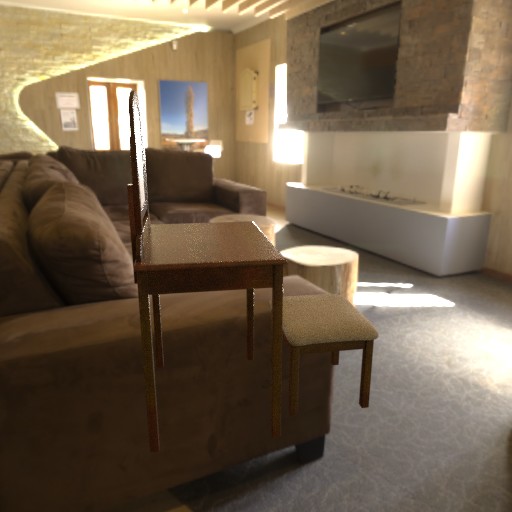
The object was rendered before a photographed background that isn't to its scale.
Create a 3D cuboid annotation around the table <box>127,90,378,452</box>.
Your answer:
[{"bbox_3d":[0.000,0.000,2.346,1.211,1.631,0.876,-3,16,-10],"label":"table"}]
